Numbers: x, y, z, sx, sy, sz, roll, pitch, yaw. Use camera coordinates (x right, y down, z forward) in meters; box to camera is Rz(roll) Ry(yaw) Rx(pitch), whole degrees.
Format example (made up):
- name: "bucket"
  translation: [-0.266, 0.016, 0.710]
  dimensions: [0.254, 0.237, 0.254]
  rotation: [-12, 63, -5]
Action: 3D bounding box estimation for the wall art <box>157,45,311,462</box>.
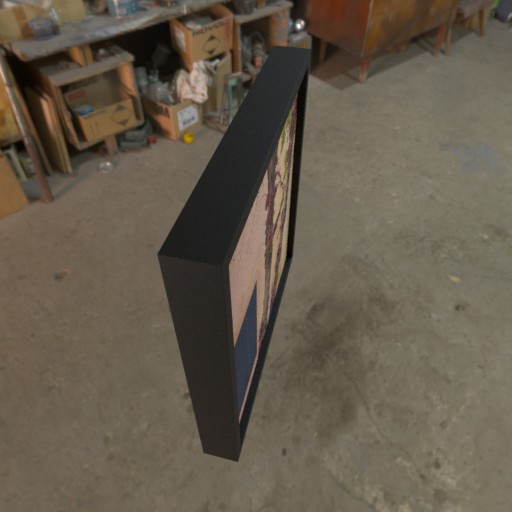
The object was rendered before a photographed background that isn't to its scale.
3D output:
- name: "wall art"
  translation: [0.000, 0.000, 0.457]
  dimensions: [0.038, 0.304, 0.305]
  rotation: [10, 47, 10]
